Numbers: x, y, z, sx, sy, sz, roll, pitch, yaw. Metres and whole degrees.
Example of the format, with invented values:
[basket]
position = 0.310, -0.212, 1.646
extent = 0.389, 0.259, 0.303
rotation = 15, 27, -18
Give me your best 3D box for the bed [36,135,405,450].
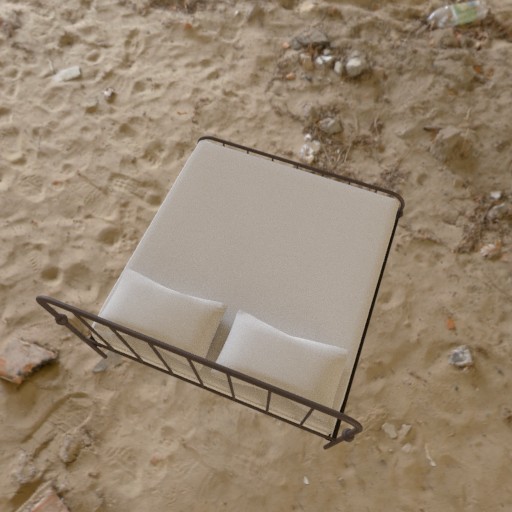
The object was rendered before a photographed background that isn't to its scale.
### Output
[bed]
position = 0.000, 0.000, 3.435
extent = 2.044, 1.446, 2.134
rotation = 19, 64, 10
